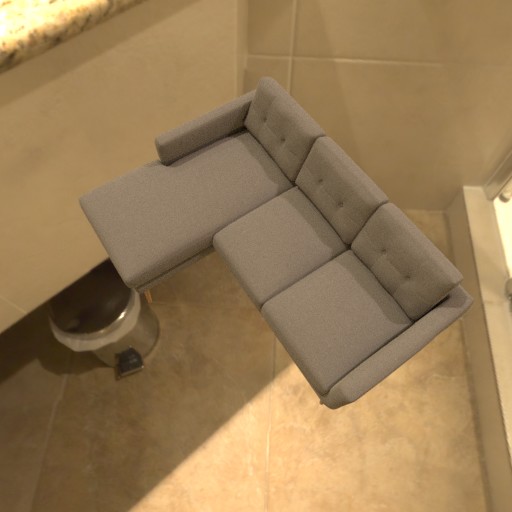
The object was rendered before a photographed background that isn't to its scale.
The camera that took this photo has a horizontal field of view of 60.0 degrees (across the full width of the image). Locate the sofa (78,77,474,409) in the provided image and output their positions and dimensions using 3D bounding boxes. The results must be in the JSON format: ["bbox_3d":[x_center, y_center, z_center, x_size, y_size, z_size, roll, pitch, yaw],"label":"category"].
[{"bbox_3d":[0.000,0.000,2.760,1.530,0.860,2.040,-31,67,-15],"label":"sofa"}]
